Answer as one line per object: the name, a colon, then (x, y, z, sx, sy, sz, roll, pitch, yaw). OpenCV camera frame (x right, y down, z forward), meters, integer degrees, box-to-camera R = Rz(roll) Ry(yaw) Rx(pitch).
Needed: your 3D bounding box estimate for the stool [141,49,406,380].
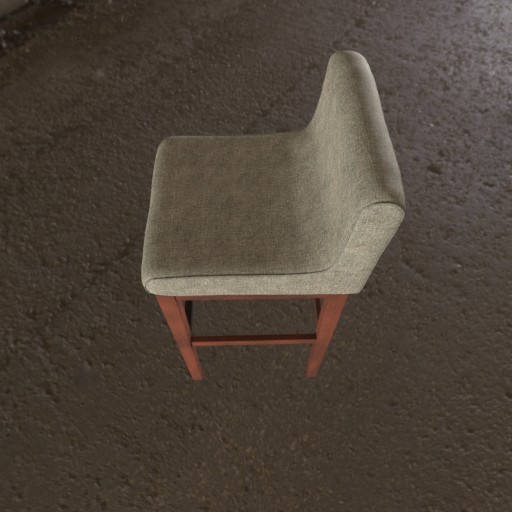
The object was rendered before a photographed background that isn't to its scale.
stool: (0.000, 0.000, 1.220, 0.499, 0.965, 0.426, -1, 57, -1)
